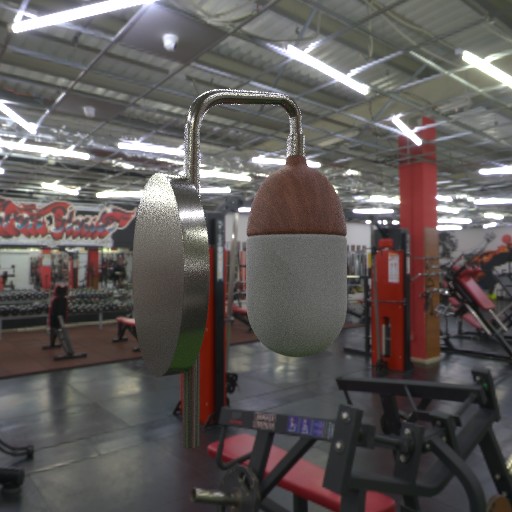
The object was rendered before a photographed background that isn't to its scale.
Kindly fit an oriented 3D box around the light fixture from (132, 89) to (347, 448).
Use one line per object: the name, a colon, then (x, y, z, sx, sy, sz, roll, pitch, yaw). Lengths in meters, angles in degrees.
light fixture: (0.000, 0.000, 0.446, 0.216, 0.343, 0.108, 1, -1, -36)
